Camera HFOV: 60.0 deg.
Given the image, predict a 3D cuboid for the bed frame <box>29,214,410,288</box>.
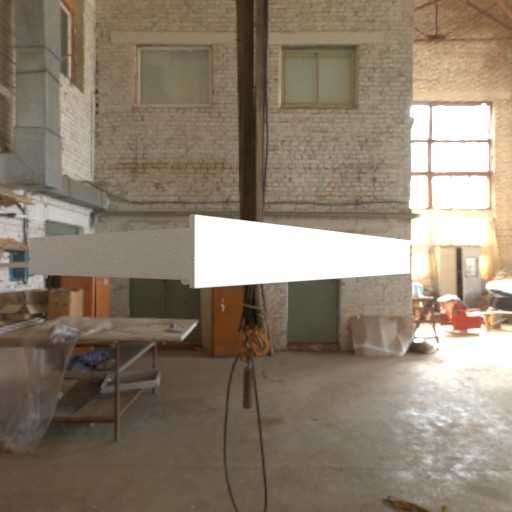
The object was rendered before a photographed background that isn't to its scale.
[{"bbox_3d":[0.000,0.000,1.561,0.670,0.141,1.300,-1,-1,36],"label":"bed frame"}]
